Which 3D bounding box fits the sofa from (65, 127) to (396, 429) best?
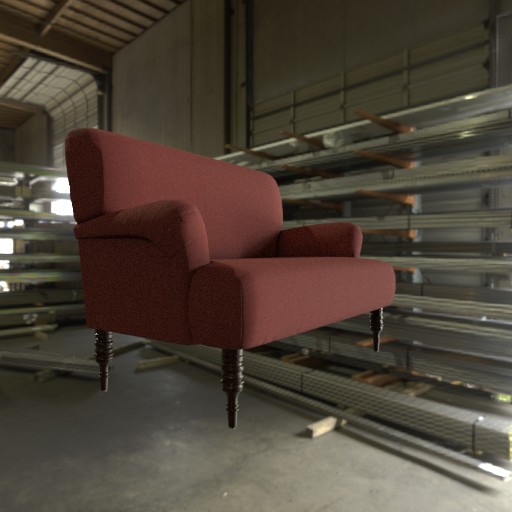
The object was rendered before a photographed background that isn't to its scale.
[{"bbox_3d":[0.000,0.000,1.772,0.779,0.889,1.297,0,1,35],"label":"sofa"}]
